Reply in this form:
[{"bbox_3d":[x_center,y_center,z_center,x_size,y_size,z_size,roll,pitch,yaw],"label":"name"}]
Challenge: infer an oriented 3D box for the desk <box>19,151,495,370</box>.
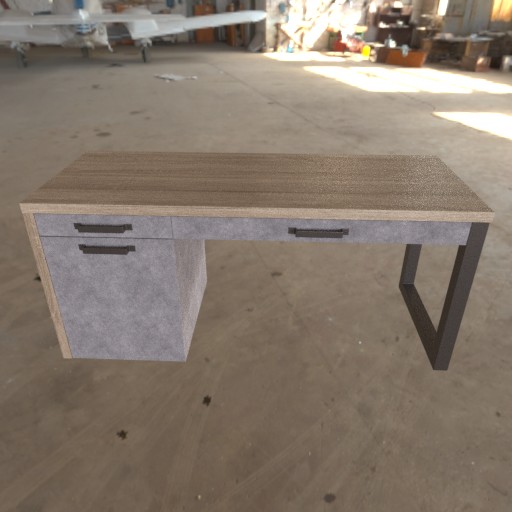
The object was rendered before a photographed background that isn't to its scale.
[{"bbox_3d":[0.000,0.000,2.047,1.700,0.760,0.690,1,30,2],"label":"desk"}]
